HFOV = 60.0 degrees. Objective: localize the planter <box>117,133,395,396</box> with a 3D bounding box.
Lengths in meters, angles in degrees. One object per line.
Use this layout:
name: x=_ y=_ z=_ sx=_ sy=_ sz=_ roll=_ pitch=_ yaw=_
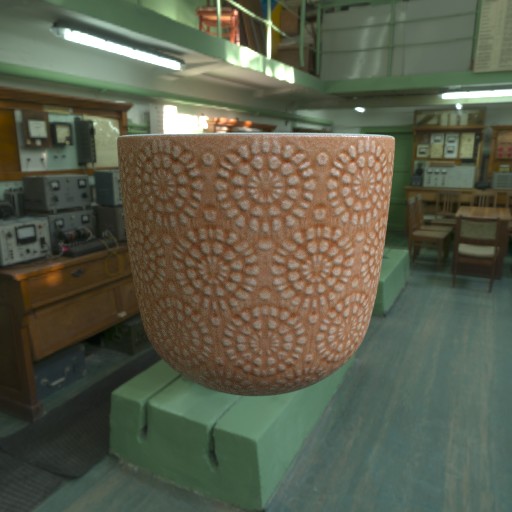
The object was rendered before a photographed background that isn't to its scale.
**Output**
planter: x=0.000 y=0.000 z=0.367 sx=0.208 sy=0.190 sz=0.208 roll=0 pitch=14 yaw=0
